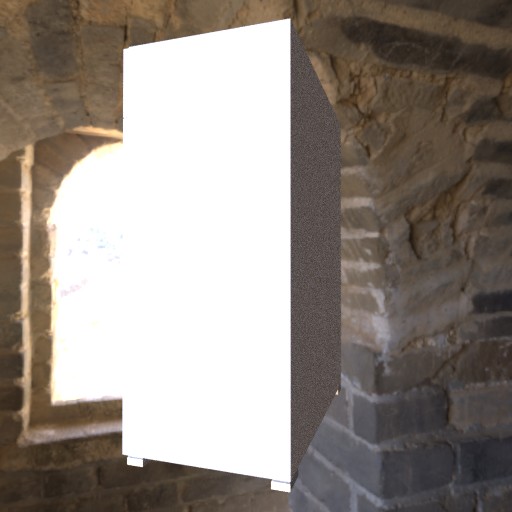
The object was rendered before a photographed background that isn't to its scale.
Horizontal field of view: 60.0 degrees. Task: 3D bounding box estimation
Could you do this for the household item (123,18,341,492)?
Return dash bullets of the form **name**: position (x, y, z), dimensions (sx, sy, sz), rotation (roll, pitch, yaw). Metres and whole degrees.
- **household item**: position (0.000, 0.000, 1.386), dimensions (0.420, 1.010, 0.790), rotation (0, 0, 19)
